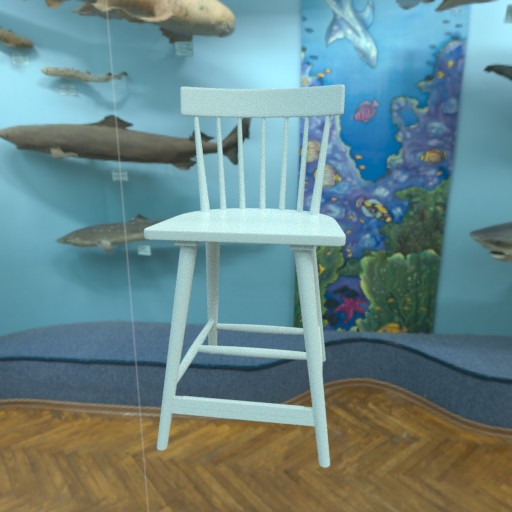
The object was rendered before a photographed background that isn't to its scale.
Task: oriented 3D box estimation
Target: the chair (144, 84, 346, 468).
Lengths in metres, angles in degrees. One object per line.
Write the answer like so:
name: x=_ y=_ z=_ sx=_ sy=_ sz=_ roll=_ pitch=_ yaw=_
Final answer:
chair: x=0.000 y=0.000 z=1.302 sx=0.483 sy=0.952 sz=0.572 roll=2 pitch=16 yaw=8
